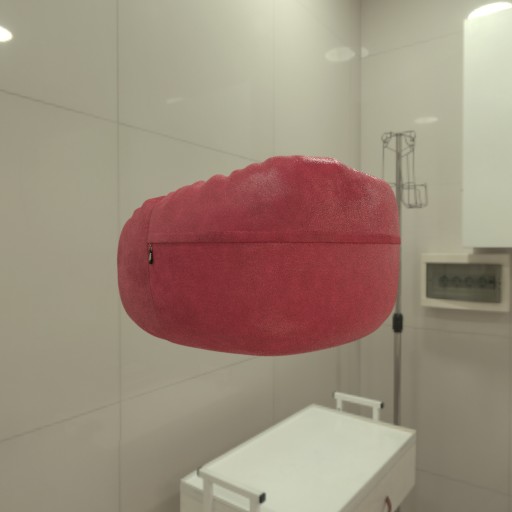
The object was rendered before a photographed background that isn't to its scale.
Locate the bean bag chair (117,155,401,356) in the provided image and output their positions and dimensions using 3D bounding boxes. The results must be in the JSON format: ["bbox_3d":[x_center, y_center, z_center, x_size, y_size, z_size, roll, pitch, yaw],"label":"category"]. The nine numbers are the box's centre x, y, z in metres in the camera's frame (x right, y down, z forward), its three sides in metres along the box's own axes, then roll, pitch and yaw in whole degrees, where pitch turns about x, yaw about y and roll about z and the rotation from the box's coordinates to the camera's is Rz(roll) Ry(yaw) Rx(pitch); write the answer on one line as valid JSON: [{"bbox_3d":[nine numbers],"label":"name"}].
[{"bbox_3d":[0.000,0.000,2.471,1.524,0.878,1.524,1,1,36],"label":"bean bag chair"}]
